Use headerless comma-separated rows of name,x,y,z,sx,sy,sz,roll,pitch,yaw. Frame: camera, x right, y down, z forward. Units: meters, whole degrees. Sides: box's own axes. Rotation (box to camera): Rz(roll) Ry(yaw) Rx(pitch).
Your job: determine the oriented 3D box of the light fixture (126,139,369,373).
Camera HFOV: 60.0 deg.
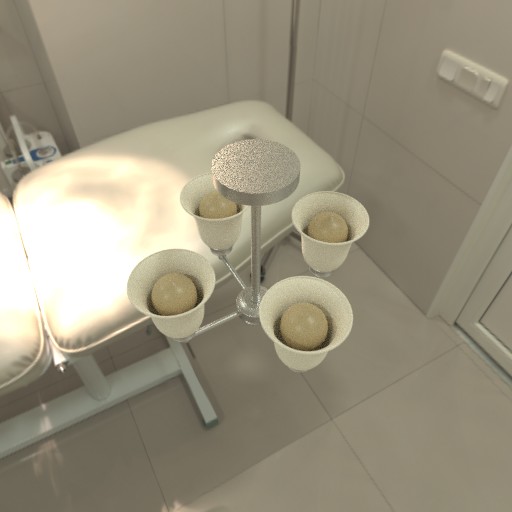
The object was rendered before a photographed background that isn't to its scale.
light fixture,0.000,0.000,0.736,0.427,0.370,0.427,-22,52,-19
